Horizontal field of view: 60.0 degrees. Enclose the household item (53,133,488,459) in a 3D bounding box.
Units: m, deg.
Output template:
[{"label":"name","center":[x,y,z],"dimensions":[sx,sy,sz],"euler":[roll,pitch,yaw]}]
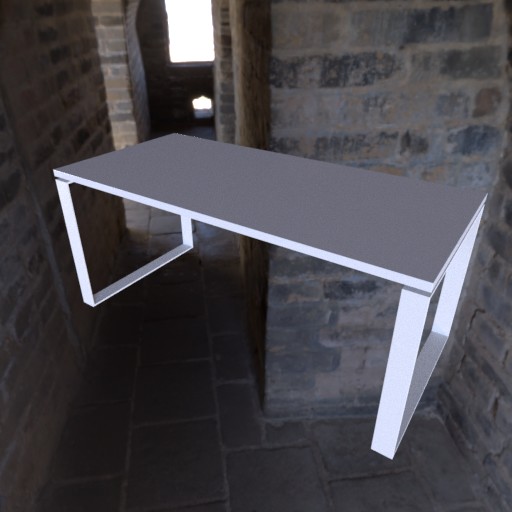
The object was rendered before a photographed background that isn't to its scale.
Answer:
[{"label":"household item","center":[0.000,0.000,2.085],"dimensions":[1.700,0.745,0.800],"euler":[18,34,29]}]
